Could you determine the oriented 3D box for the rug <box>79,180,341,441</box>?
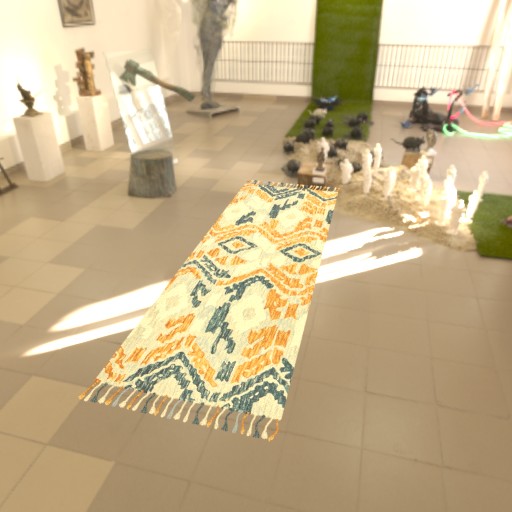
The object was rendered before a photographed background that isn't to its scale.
[{"bbox_3d":[0.000,0.000,2.621,0.783,0.010,2.437,7,31,12],"label":"rug"}]
